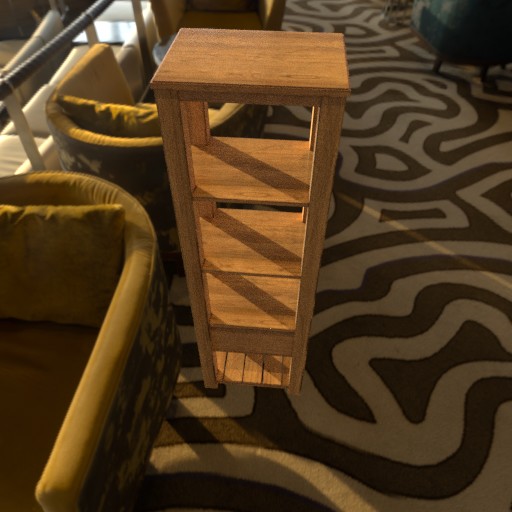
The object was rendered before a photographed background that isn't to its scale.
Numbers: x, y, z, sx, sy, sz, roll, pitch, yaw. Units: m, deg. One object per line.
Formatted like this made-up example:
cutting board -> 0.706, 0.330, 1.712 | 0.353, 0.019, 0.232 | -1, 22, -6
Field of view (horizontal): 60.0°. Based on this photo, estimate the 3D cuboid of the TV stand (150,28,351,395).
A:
TV stand -> 0.000, 0.000, 2.045 | 0.565, 1.828, 0.435 | 4, 46, 4
